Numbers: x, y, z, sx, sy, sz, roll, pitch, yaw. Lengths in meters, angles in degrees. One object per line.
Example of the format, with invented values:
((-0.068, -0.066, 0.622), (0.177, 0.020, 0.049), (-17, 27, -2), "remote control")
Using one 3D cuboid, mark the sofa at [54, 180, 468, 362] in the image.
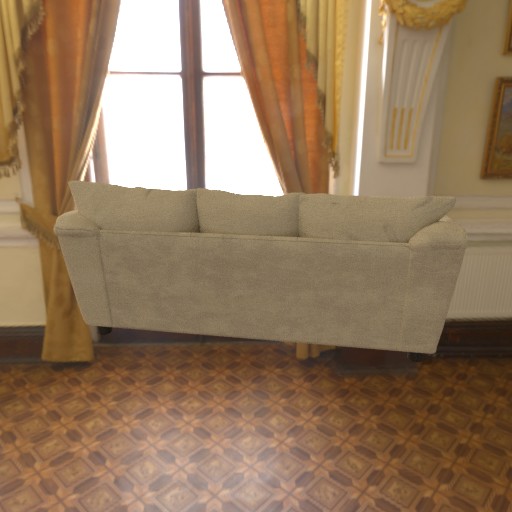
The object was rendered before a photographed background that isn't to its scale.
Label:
((0.000, 0.000, 2.832), (2.377, 0.981, 0.893), (3, 17, 10), "sofa")
